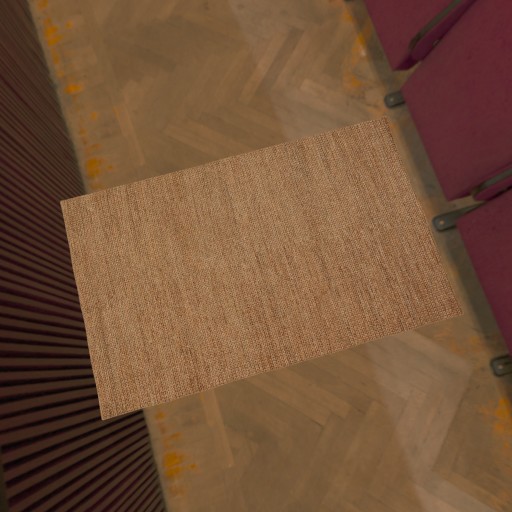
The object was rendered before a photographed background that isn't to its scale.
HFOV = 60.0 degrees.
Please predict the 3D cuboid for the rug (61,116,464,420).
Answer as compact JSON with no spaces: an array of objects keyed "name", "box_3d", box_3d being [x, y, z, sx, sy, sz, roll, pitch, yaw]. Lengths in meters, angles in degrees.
[{"name":"rug","box_3d":[0.000,0.000,3.033,2.438,0.034,1.521,-15,77,-4]}]
